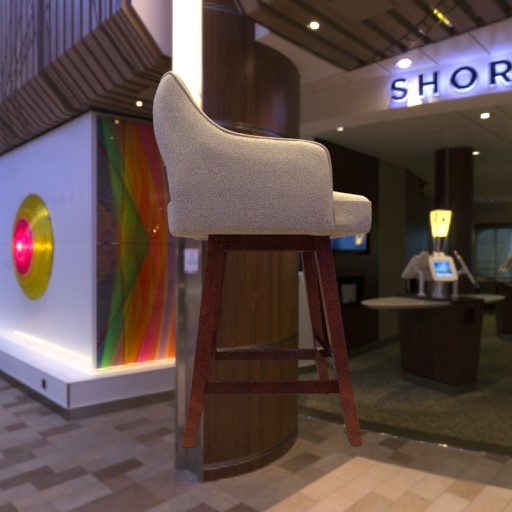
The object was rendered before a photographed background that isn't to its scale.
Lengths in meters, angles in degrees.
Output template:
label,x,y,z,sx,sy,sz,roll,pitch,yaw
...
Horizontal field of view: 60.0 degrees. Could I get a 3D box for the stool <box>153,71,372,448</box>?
label,x,y,z,sx,sy,sz,roll,pitch,yaw
stool,0.000,0.000,1.288,0.560,0.936,0.550,0,0,-2
